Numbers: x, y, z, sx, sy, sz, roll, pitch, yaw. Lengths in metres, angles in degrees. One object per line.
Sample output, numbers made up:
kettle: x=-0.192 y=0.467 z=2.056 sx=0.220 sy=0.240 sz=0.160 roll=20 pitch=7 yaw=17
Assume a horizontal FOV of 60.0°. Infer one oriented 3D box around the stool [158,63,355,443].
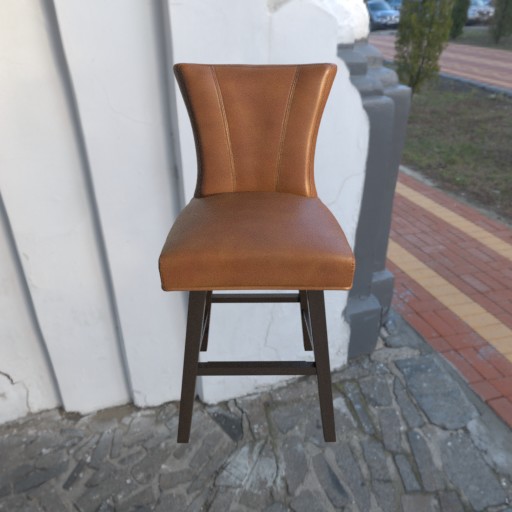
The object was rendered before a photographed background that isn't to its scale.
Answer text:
stool: x=0.000 y=0.000 z=1.425 sx=0.522 sy=1.094 sz=0.585 roll=0 pitch=30 yaw=0
